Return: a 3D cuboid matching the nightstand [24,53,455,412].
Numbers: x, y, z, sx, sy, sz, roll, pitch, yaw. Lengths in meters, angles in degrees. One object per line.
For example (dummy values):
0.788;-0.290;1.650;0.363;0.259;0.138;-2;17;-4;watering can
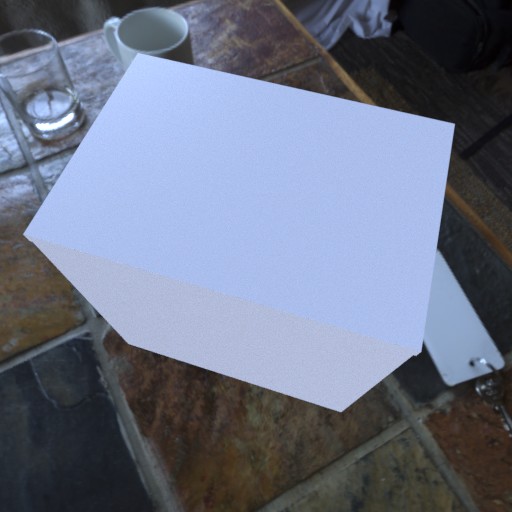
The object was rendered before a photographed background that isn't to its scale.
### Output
0.000;0.000;0.739;0.441;0.460;0.325;16;64;8;nightstand
